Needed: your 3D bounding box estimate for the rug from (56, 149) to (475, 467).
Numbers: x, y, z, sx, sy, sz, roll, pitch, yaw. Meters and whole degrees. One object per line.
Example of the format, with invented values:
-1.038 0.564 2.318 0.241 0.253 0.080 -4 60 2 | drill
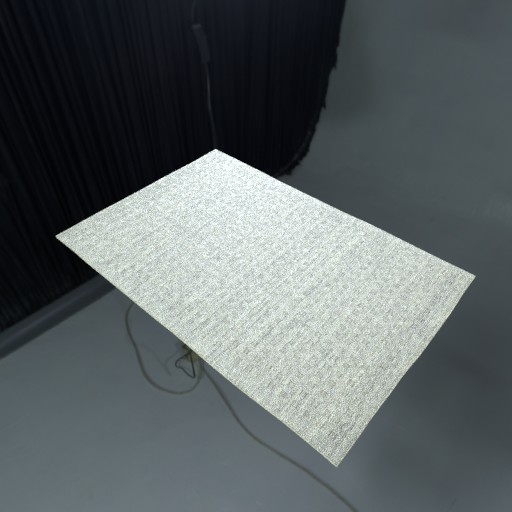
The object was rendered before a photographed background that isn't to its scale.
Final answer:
0.000 0.000 2.880 2.297 0.018 1.532 31 52 29 | rug
